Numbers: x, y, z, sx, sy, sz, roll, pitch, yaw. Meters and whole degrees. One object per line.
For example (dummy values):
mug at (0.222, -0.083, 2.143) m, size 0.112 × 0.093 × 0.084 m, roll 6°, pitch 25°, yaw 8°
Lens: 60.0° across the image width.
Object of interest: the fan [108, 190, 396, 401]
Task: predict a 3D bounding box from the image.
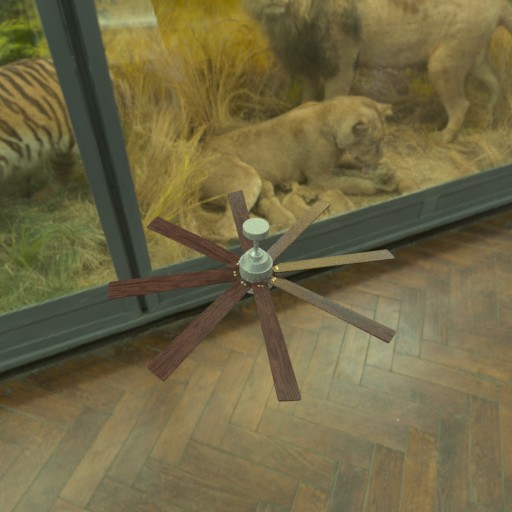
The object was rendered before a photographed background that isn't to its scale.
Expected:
fan at (0.000, 0.000, 2.736) m, size 1.830 × 0.472 × 1.830 m, roll 25°, pitch 48°, yaw 25°
